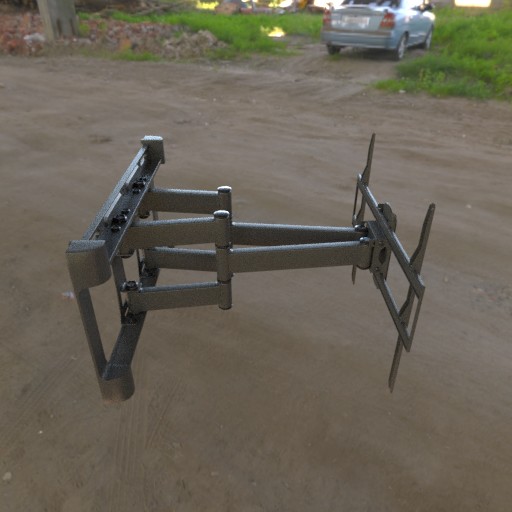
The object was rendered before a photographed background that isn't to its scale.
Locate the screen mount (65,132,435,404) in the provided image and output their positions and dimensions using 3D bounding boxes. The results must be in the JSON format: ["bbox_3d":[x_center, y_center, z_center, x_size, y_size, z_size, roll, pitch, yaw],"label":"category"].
[{"bbox_3d":[0.000,0.000,0.962,0.556,0.424,0.571,0,32,-1],"label":"screen mount"}]
